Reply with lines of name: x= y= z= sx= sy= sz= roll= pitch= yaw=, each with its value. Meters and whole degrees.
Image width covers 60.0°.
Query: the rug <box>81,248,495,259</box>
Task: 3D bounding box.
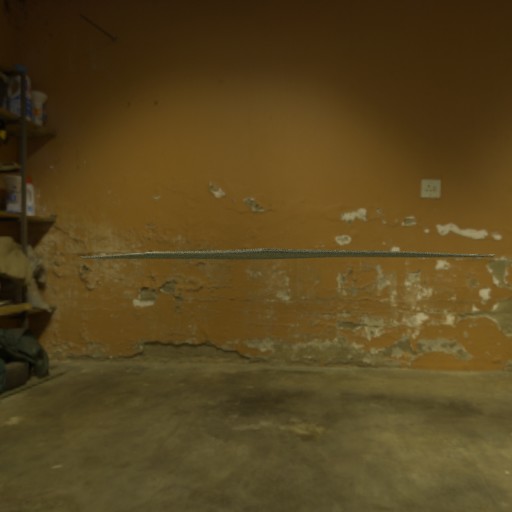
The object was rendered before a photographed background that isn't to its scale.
rug: x=0.000 y=0.000 z=2.898 sx=1.613 sy=0.030 sz=2.306 roll=1 pitch=-1 yaw=-36
